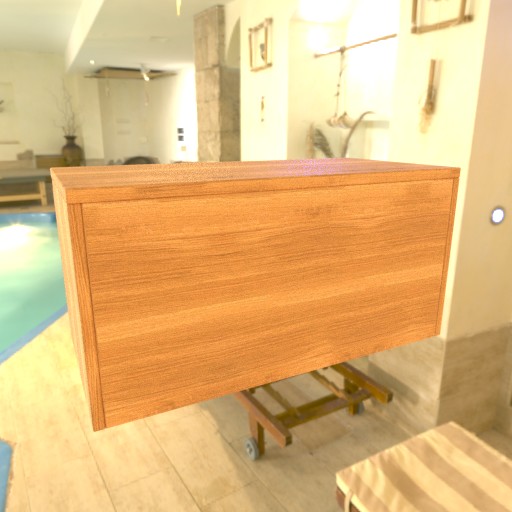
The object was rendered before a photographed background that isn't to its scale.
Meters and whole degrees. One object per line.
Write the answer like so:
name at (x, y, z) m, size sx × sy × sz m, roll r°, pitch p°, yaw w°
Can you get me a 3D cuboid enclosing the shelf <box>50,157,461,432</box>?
shelf at (0.000, 0.000, 1.018) m, size 0.800 × 0.400 × 0.400 m, roll -8°, pitch 18°, yaw -26°
